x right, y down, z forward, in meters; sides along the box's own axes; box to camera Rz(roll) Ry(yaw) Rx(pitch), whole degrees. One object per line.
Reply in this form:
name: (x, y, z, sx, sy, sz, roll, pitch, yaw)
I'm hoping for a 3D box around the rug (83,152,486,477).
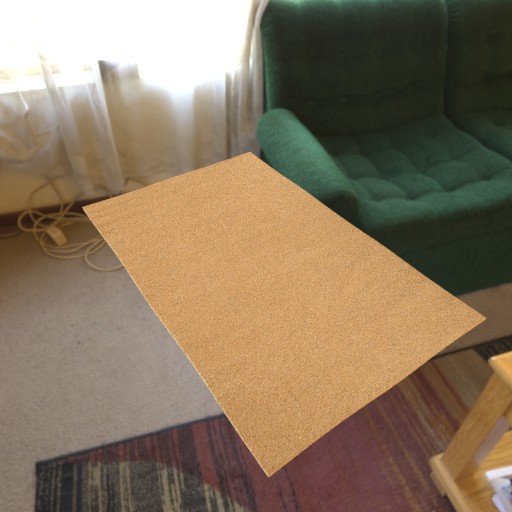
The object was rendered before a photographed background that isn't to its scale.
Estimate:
rug: (0.000, 0.000, 2.883, 1.500, 0.025, 2.346, -25, 47, -25)
